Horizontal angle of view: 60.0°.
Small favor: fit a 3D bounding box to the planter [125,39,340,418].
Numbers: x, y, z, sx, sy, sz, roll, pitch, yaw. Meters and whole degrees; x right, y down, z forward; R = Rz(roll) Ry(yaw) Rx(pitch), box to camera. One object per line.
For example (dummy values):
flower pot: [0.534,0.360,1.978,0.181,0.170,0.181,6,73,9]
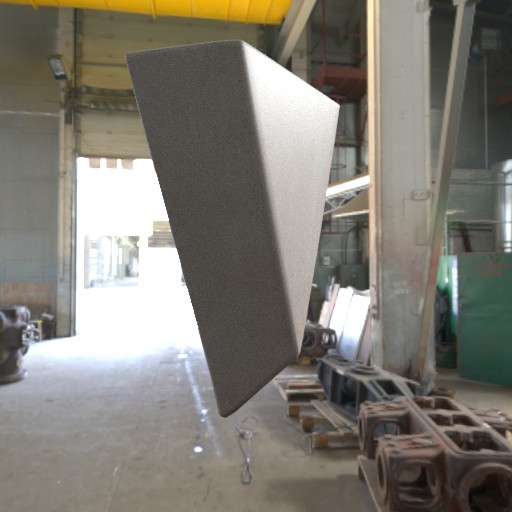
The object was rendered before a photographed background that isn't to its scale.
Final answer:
planter: [0.000,0.000,0.260,0.060,0.197,0.150,-1,-2,37]
